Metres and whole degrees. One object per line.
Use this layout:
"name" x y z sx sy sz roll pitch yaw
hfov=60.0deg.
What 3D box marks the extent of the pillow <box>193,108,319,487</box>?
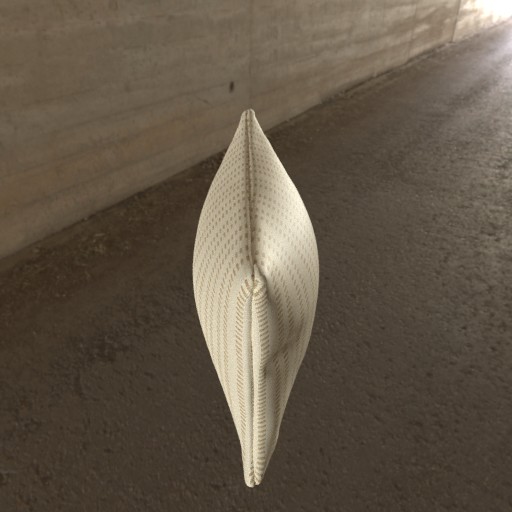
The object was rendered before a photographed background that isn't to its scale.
"pillow" 0.000 0.000 0.780 0.210 0.353 0.640 -1 32 -1
